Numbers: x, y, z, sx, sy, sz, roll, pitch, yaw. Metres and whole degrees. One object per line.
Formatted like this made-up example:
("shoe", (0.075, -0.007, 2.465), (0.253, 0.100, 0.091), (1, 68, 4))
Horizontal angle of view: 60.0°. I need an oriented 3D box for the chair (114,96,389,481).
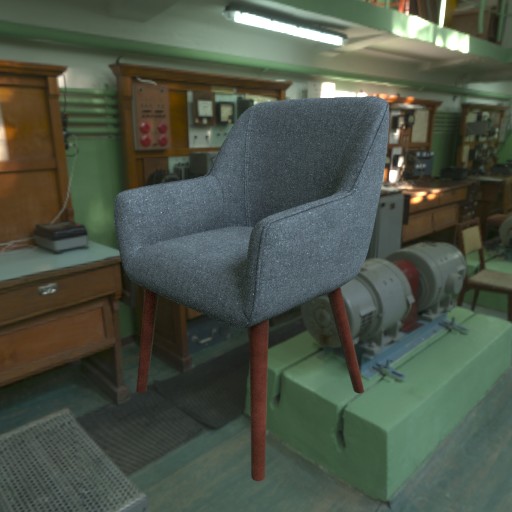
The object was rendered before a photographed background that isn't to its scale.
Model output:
("chair", (0.000, 0.000, 1.165), (0.543, 0.803, 0.519), (15, 22, 42))
